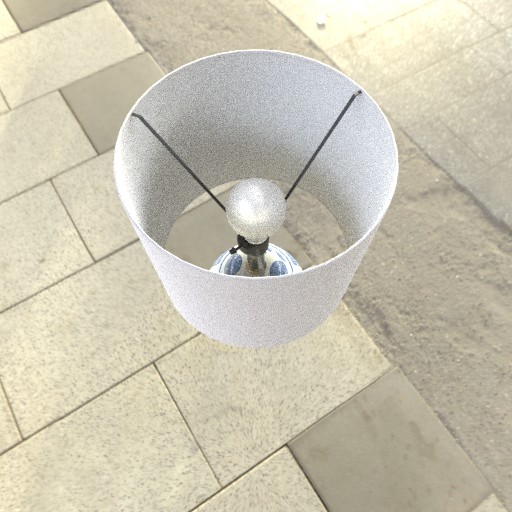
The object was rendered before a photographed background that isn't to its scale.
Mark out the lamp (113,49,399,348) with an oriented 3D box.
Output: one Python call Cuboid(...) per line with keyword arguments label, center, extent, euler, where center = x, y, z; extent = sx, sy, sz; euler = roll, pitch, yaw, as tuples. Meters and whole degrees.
Cuboid(label="lamp", center=(0.000, 0.000, 0.509), extent=(0.215, 0.381, 0.215), euler=(-32, 69, -14))
